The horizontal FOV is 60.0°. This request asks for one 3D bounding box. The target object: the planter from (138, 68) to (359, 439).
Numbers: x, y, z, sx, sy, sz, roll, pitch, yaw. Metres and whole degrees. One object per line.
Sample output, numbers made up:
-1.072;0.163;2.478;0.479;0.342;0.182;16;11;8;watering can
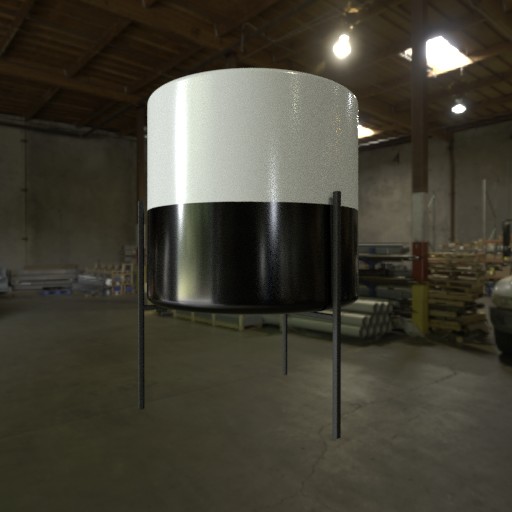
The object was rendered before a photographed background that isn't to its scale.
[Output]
0.000;0.000;0.652;0.310;0.432;0.310;0;1;36;planter
